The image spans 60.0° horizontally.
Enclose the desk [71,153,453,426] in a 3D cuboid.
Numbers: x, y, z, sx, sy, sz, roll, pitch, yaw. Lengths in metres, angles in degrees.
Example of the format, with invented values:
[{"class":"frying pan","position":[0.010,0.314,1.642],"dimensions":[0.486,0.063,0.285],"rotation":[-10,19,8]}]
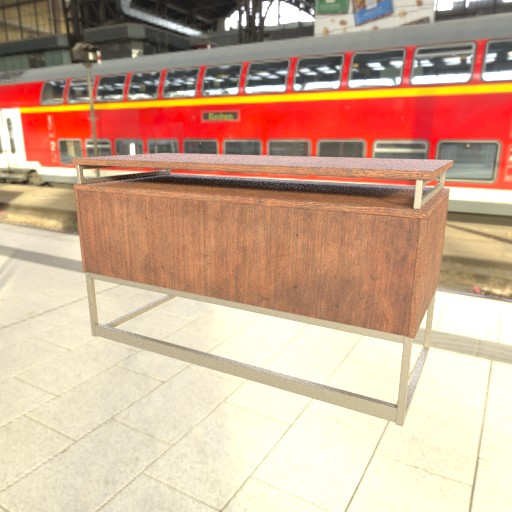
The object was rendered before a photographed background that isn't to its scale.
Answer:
[{"class":"desk","position":[0.000,0.000,1.849],"dimensions":[1.384,0.792,0.610],"rotation":[8,17,27]}]
